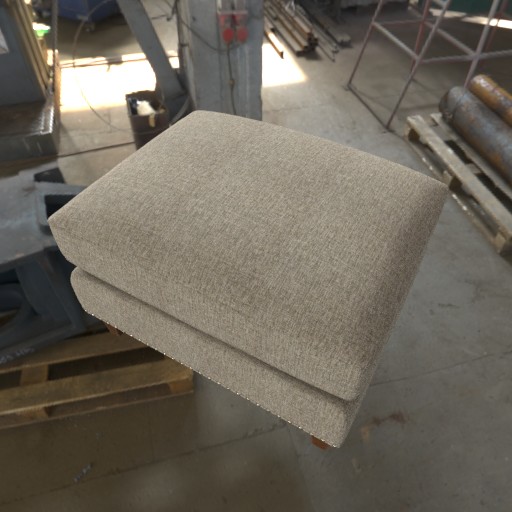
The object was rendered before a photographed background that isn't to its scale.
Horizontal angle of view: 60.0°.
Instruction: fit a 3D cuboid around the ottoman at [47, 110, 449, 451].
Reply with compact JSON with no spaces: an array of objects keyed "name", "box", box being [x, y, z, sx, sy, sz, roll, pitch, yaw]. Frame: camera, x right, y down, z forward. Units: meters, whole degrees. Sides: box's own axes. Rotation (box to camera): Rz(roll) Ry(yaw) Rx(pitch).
[{"name":"ottoman","box":[0.000,0.000,1.124,0.741,0.513,0.584,22,50,20]}]
